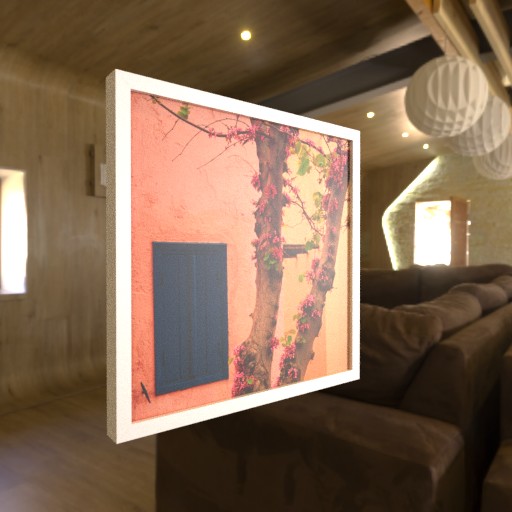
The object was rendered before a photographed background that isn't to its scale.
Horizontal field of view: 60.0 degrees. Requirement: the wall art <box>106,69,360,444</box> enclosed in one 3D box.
[{"bbox_3d":[0.000,0.000,0.770,0.507,0.508,0.038,0,1,-38],"label":"wall art"}]
